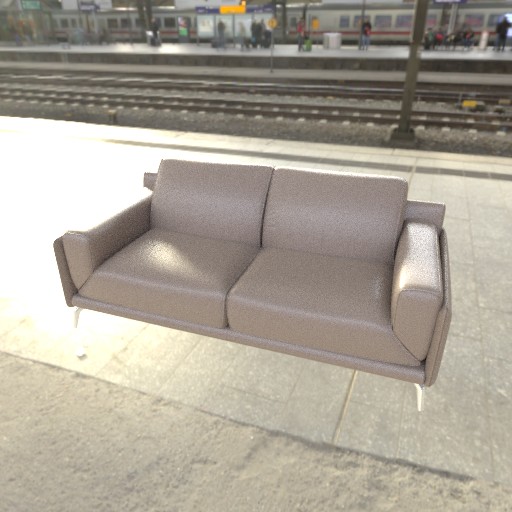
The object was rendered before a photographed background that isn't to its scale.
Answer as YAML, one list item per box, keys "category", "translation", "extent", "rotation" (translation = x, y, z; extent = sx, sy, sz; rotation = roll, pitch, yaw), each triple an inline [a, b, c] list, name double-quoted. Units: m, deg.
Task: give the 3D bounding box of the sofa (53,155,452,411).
- category: "sofa"
  translation: [0.000, 0.000, 2.600]
  extent: [2.101, 0.930, 1.049]
  rotation: [9, 29, 17]
